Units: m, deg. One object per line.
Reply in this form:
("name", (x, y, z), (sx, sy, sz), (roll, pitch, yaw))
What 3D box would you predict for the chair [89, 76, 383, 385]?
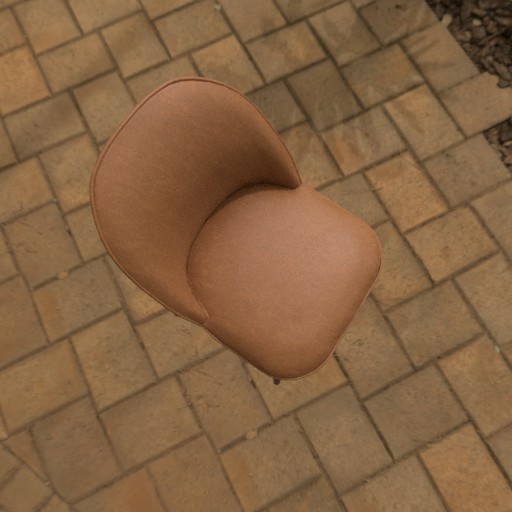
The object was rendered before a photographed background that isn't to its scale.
("chair", (0.000, 0.000, 1.230), (0.631, 0.831, 0.521), (33, 78, 8))
